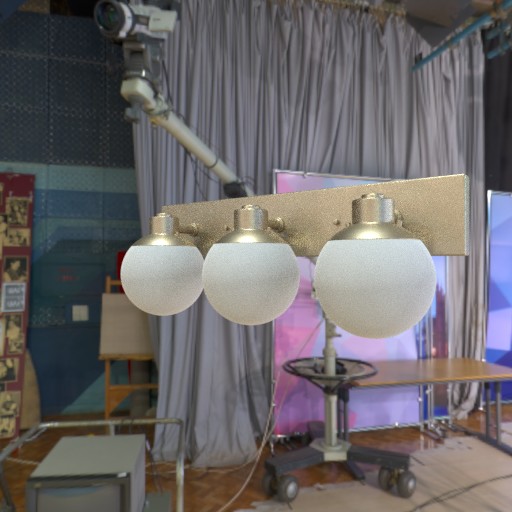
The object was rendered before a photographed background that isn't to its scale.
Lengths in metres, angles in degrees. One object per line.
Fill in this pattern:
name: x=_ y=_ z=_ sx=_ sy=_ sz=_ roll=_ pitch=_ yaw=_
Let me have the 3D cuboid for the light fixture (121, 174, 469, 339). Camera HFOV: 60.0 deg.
light fixture: x=0.000 y=0.000 z=0.863 sx=0.721 sy=0.263 sz=0.218 roll=0 pitch=-1 yaw=36
